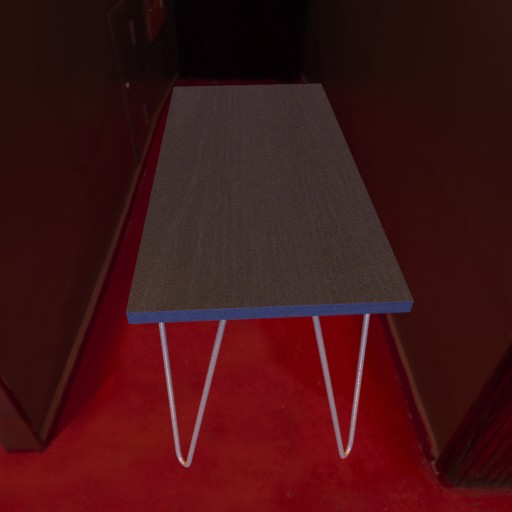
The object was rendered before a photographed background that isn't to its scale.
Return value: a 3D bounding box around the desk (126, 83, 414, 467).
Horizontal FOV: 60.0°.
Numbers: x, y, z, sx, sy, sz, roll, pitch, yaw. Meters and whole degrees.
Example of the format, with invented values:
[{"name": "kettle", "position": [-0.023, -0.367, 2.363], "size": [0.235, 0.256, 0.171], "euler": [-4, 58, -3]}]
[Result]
[{"name": "desk", "position": [0.000, 0.000, 1.353], "size": [0.499, 0.660, 0.991], "euler": [-2, 42, -2]}]
